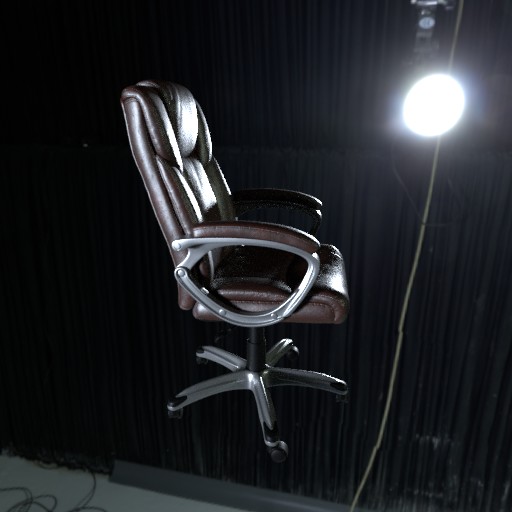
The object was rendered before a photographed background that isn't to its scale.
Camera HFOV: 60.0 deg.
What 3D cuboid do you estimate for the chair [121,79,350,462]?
[{"bbox_3d":[0.000,0.000,1.527,0.692,1.128,0.656,3,17,8],"label":"chair"}]
